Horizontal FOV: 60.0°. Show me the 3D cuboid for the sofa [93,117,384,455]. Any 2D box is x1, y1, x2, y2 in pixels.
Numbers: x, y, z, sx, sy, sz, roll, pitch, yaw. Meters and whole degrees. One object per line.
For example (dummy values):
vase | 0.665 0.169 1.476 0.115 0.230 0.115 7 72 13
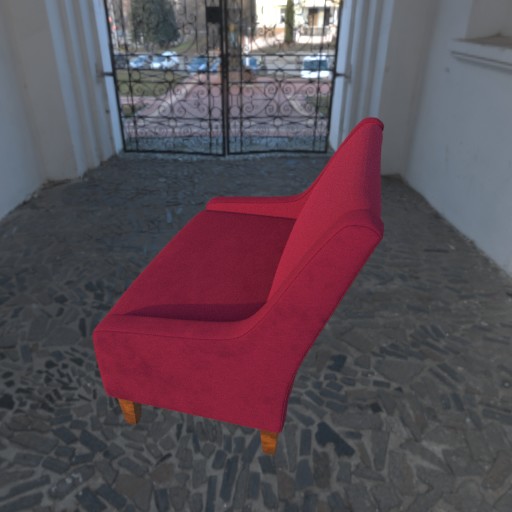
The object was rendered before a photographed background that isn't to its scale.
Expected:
sofa | 0.000 0.000 1.910 0.946 0.976 1.242 7 30 12
